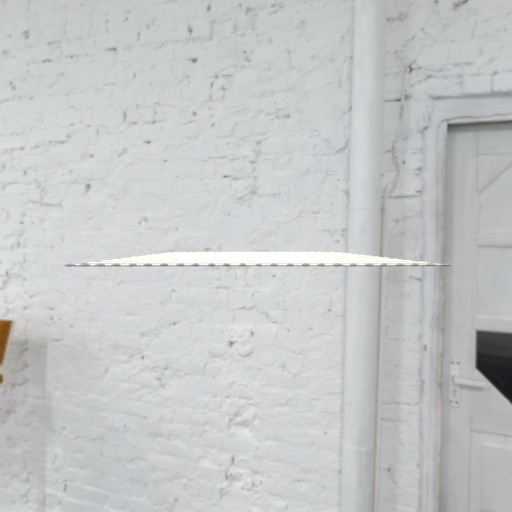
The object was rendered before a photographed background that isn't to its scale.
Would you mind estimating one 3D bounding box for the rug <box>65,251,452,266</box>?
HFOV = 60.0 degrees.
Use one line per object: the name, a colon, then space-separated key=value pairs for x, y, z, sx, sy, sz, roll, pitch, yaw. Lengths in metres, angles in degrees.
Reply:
rug: x=0.000 y=0.000 z=2.984 sx=1.563 sy=0.014 sz=2.425 roll=0 pitch=2 yaw=-1
